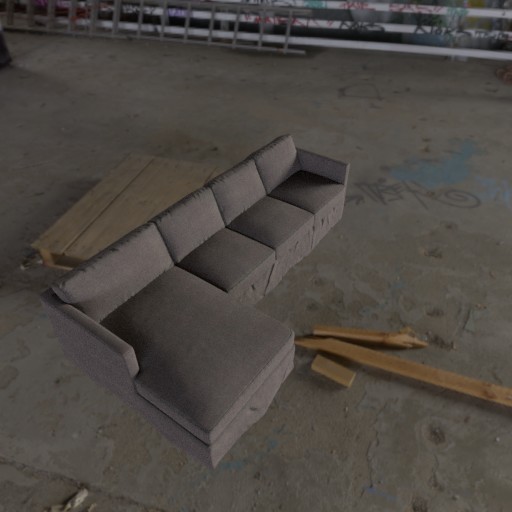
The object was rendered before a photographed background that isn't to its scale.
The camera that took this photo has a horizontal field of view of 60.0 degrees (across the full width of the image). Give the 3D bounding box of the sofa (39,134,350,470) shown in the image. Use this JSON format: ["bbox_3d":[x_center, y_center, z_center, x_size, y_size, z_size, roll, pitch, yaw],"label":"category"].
[{"bbox_3d":[0.000,0.000,4.001,1.650,0.922,3.205,25,46,27],"label":"sofa"}]
